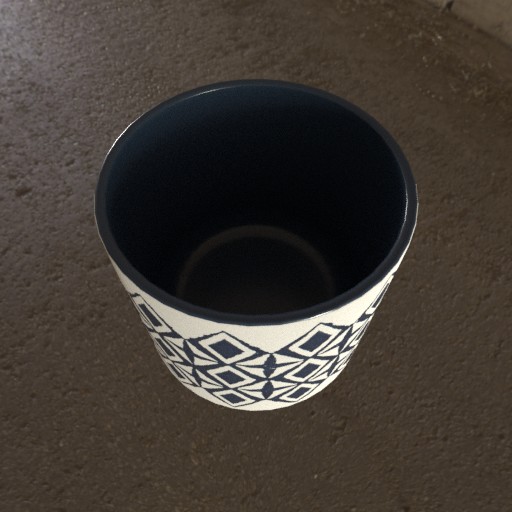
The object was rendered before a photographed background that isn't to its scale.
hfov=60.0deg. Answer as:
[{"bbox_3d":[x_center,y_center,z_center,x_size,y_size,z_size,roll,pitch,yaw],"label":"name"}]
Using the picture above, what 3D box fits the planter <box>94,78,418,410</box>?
[{"bbox_3d":[0.000,0.000,0.279,0.159,0.144,0.159,0,57,0],"label":"planter"}]
